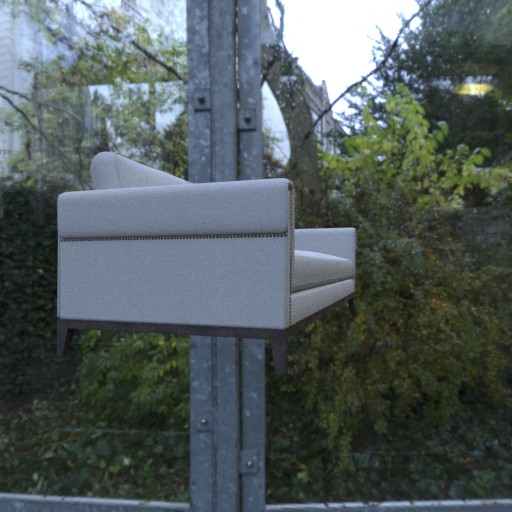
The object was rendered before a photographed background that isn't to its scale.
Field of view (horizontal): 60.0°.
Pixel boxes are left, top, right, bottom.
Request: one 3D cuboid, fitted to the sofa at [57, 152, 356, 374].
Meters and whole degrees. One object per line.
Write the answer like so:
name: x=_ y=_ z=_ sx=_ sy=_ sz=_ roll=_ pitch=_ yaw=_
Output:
sofa: x=0.000 y=0.000 z=2.654 sx=0.959 sy=0.838 sz=2.210 roll=0 pitch=-1 yaw=19
